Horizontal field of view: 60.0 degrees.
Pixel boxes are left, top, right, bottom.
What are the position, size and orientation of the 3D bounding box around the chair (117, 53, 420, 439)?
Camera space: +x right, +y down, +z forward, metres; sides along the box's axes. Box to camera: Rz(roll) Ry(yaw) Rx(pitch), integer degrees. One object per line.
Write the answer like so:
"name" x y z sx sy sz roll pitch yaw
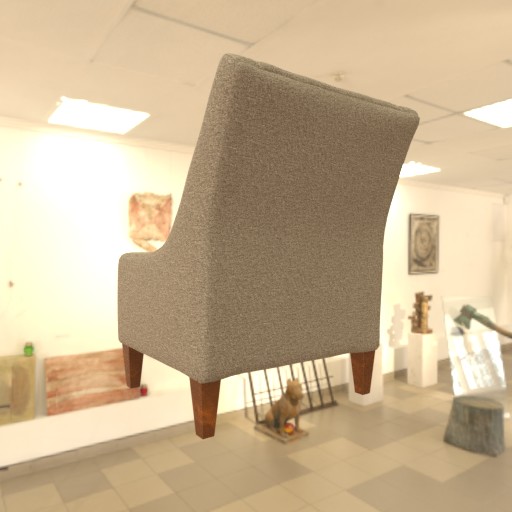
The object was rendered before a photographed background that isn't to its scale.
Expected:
"chair" 0.000 0.000 1.623 0.774 1.016 0.870 0 0 -36
